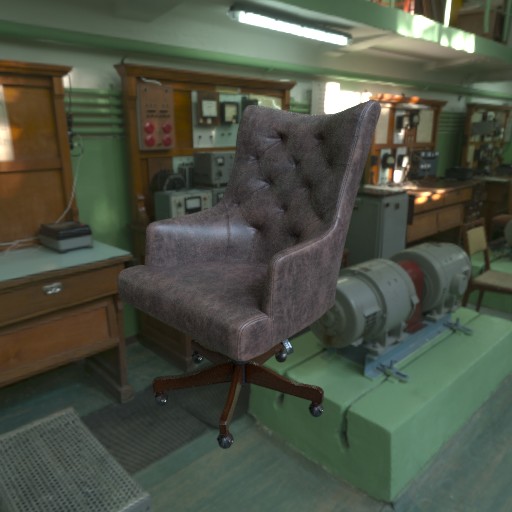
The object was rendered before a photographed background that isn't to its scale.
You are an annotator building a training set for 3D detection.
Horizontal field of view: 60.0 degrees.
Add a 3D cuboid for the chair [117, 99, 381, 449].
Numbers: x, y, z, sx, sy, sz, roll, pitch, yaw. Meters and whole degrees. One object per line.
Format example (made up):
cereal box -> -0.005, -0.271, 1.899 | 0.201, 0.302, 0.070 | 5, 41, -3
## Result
chair -> 0.000, 0.000, 1.553 | 0.641, 1.035, 0.762 | 16, 22, 43
